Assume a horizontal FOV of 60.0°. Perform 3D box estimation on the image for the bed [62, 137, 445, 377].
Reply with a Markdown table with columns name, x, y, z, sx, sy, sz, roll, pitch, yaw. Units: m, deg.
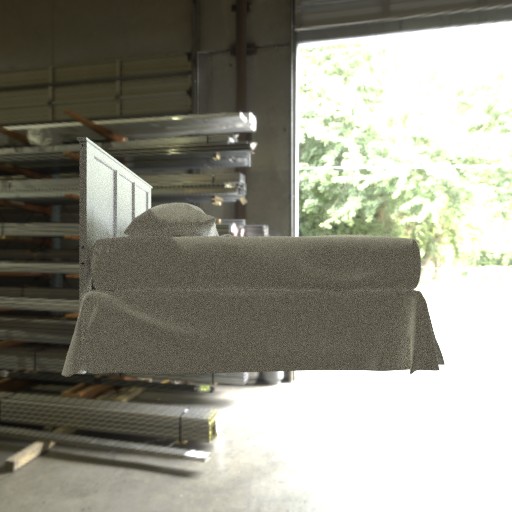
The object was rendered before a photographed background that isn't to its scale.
| name | x | y | z | sx | sy | sz | roll | pitch | yaw |
| --- | --- | --- | --- | --- | --- | --- | --- | --- | --- |
| bed | 0.000 | 0.000 | 3.222 | 2.047 | 1.269 | 1.876 | 0 | 0 | -1 |
